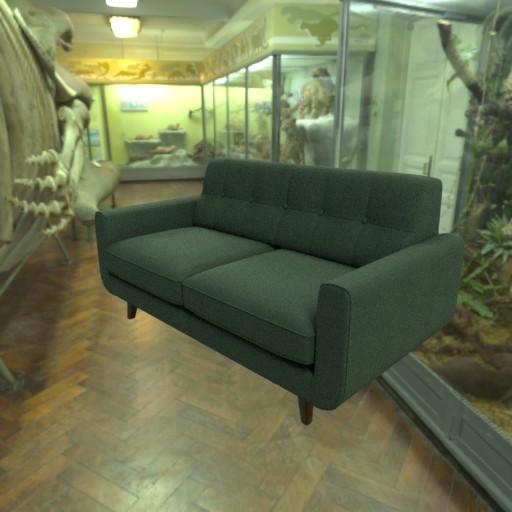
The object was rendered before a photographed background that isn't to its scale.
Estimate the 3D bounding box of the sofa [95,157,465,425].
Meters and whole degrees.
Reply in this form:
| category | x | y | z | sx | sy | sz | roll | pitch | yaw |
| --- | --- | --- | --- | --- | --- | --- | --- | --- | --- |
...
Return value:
| category | x | y | z | sx | sy | sz | roll | pitch | yaw |
| --- | --- | --- | --- | --- | --- | --- | --- | --- | --- |
| sofa | 0.000 | 0.000 | 2.166 | 0.909 | 0.841 | 1.631 | -17 | 24 | -42 |
